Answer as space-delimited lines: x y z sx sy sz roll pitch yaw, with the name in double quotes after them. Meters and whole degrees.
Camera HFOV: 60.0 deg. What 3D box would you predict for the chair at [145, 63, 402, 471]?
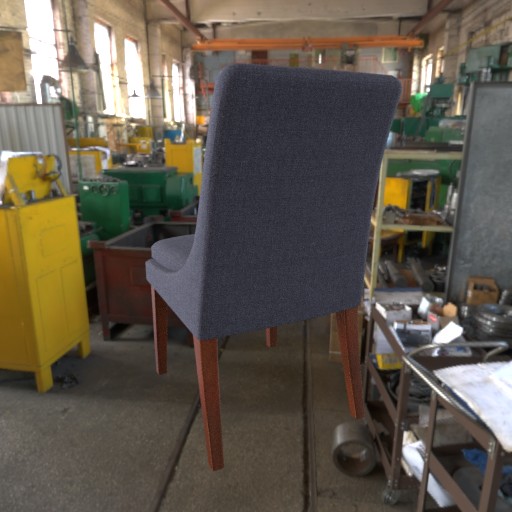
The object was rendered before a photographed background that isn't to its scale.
0.000 0.000 1.306 0.508 0.952 0.655 -8 17 -26 "chair"
